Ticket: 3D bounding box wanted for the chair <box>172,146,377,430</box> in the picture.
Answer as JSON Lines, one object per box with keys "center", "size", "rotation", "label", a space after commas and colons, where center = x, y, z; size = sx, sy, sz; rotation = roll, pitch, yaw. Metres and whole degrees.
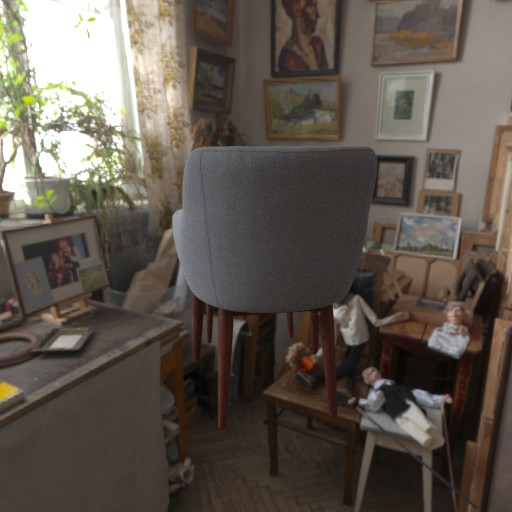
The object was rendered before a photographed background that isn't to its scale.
{"center": [0.000, 0.000, 1.617], "size": [0.584, 0.799, 1.107], "rotation": [-2, 15, -9], "label": "chair"}
